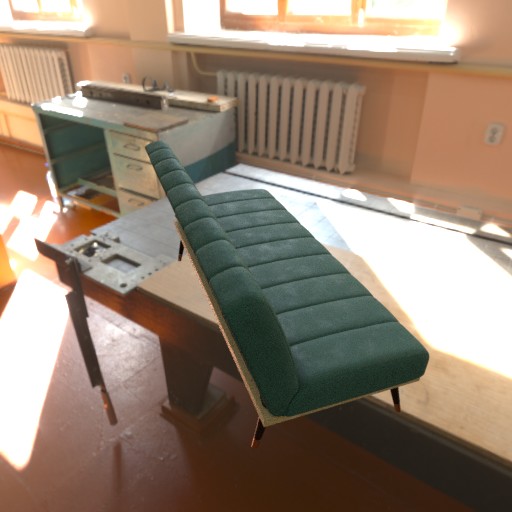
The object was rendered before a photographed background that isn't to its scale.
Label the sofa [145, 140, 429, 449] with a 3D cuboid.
[{"bbox_3d":[0.000,0.000,2.312,0.830,0.820,1.810,-10,32,-17],"label":"sofa"}]
